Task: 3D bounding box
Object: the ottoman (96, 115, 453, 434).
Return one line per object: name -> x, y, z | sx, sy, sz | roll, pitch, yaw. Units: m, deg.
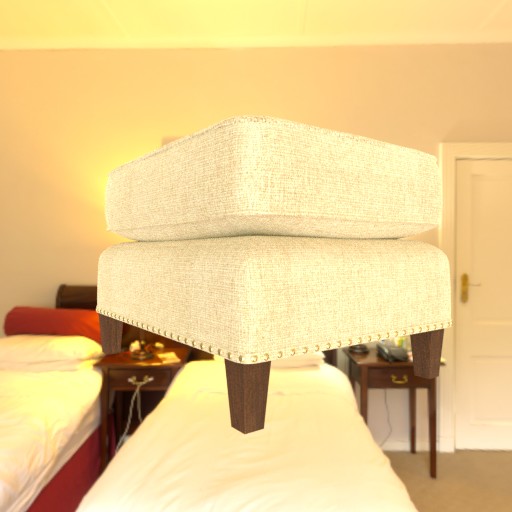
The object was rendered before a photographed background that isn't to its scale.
ottoman -> 0.000, 0.000, 1.116 | 0.589, 0.537, 0.738 | 0, 1, -36
